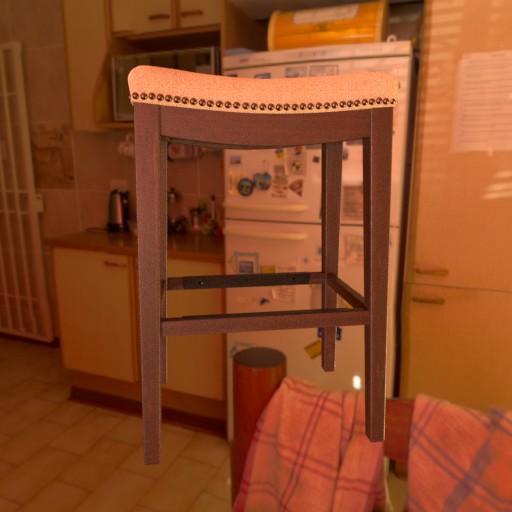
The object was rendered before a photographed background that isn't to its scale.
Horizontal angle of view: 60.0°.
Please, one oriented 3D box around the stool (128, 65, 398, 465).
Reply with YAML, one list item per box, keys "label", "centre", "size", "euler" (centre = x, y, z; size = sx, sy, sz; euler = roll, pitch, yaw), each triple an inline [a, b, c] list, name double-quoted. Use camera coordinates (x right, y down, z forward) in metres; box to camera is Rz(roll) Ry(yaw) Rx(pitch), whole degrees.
- label: "stool"
  centre: [0.000, 0.000, 1.018]
  size: [0.509, 0.768, 0.363]
  euler: [-2, 12, -9]
